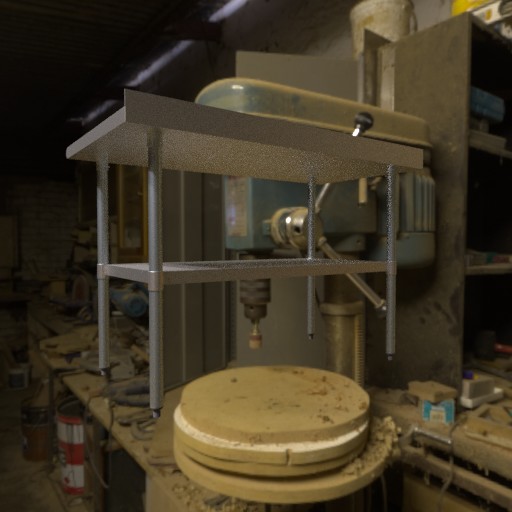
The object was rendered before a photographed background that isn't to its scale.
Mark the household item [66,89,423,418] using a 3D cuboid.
[{"bbox_3d":[0.000,0.000,1.691,1.219,0.851,0.610,-1,2,-36],"label":"household item"}]
